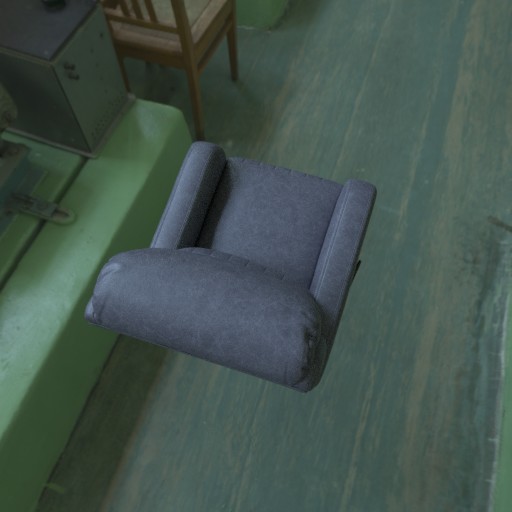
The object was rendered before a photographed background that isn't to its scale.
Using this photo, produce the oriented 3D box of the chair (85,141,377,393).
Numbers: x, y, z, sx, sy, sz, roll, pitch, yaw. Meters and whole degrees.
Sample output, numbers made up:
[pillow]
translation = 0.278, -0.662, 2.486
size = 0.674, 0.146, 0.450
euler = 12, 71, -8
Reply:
[chair]
translation = 0.000, 0.000, 1.784
size = 0.865, 1.067, 1.067
euler = 16, 64, 8
